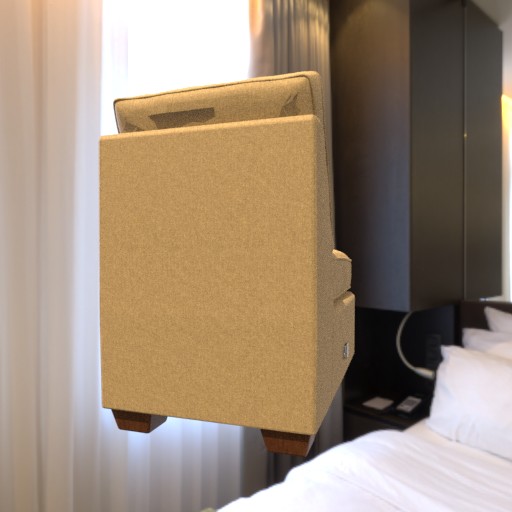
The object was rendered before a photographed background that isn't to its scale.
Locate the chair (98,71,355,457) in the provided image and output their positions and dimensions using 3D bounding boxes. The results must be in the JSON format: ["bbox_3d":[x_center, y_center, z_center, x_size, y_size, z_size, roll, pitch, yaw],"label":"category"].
[{"bbox_3d":[0.000,0.000,1.697,0.674,1.058,1.020,0,0,18],"label":"chair"}]
